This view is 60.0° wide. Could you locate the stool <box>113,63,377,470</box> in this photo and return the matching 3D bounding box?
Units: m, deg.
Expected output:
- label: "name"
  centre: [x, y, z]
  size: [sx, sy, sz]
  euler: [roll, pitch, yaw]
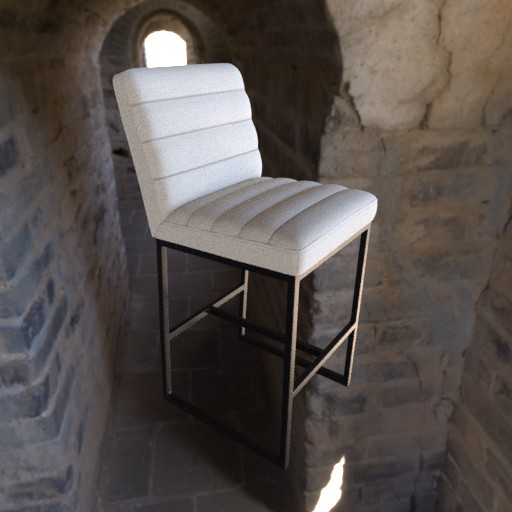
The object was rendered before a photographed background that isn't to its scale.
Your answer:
- label: "stool"
  centre: [0.000, 0.000, 1.326]
  size: [0.560, 1.040, 0.460]
  euler: [17, 31, 31]
